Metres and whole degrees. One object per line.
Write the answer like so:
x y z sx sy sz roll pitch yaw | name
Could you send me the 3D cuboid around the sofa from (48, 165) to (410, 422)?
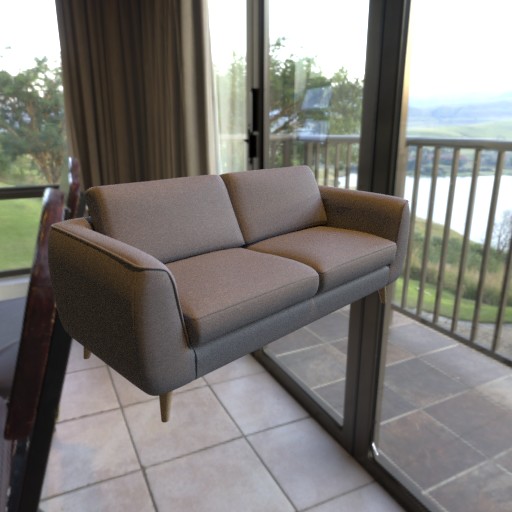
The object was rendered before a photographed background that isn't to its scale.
0.000 0.000 2.522 0.920 0.870 2.000 16 23 43 | sofa
